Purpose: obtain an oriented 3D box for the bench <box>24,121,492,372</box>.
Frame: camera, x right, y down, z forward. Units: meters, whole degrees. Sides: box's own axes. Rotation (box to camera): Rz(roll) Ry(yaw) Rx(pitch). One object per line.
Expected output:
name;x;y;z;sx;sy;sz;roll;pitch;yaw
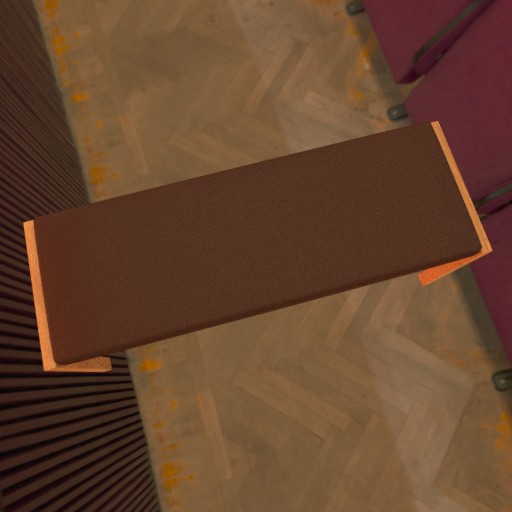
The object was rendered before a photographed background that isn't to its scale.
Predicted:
bench;0.000;0.000;1.390;1.200;0.480;0.405;-15;76;-4
